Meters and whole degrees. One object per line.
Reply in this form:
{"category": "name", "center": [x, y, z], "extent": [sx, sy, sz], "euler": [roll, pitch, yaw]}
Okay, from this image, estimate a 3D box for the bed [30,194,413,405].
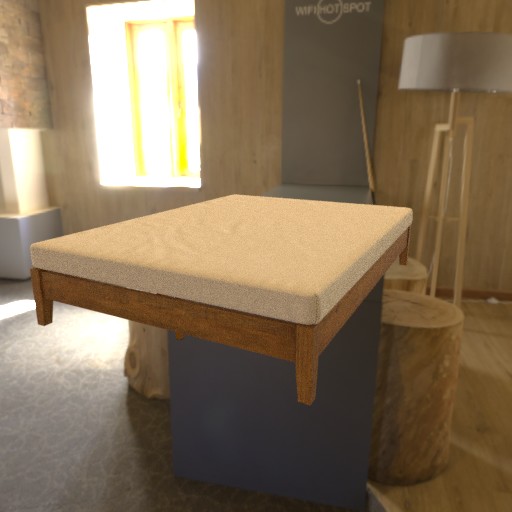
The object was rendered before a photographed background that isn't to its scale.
{"category": "bed", "center": [0.000, 0.000, 2.765], "extent": [1.536, 0.431, 2.016], "euler": [8, 18, 27]}
